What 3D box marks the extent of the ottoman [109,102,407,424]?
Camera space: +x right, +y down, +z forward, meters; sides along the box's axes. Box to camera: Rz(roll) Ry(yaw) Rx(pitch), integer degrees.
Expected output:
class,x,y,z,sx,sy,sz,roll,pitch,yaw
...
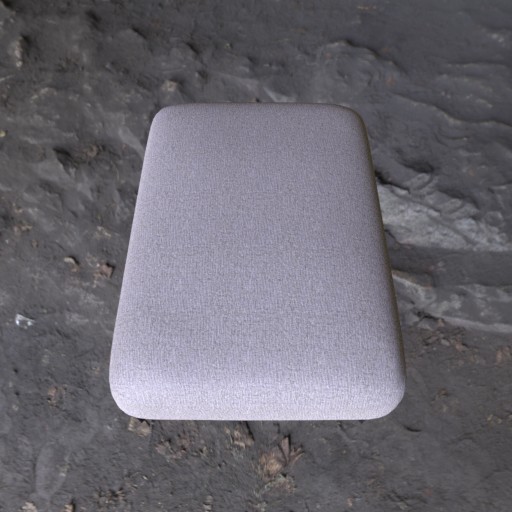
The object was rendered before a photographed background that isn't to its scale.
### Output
class,x,y,z,sx,sy,sz,roll,pitch,yaw
ottoman,0.000,0.000,1.074,0.568,0.420,0.772,0,60,0
